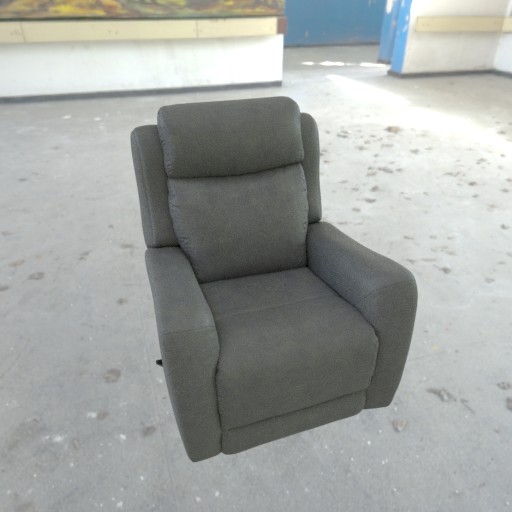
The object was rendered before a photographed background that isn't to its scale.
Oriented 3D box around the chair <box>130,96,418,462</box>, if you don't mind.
[{"bbox_3d":[0.000,0.000,1.901,0.967,1.116,1.068,-10,33,-15],"label":"chair"}]
